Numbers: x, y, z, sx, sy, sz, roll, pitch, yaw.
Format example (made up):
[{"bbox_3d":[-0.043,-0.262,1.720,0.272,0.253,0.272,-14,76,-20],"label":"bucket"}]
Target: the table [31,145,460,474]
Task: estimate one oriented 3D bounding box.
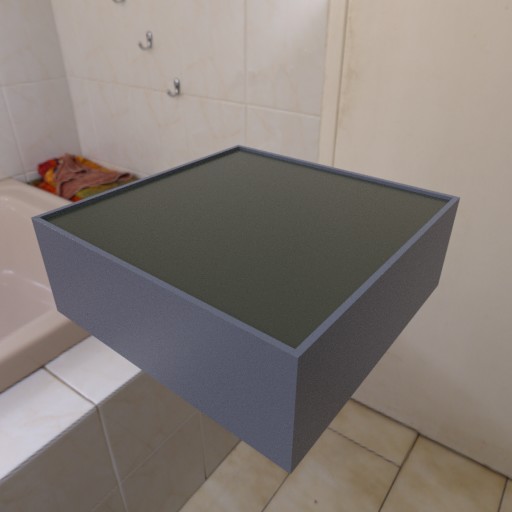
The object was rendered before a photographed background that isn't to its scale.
[{"bbox_3d":[0.000,0.000,1.240,0.801,0.299,0.801,22,37,32],"label":"table"}]
